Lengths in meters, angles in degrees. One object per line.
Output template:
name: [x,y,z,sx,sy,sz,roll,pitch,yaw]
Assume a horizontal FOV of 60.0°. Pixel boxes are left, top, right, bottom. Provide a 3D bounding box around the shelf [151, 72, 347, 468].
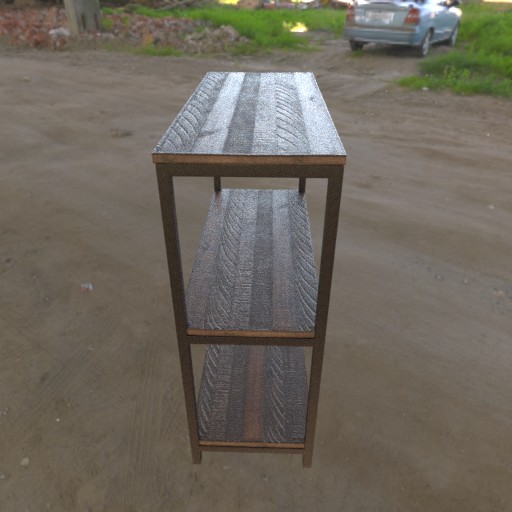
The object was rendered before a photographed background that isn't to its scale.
shelf: [0.000,0.000,1.397,0.352,0.947,0.822,1,32,2]
